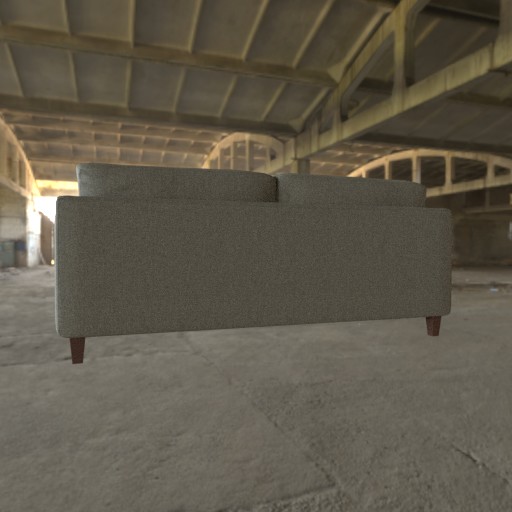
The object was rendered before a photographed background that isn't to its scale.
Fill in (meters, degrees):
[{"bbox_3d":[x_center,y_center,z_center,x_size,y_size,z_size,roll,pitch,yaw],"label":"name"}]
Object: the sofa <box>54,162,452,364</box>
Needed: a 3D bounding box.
[{"bbox_3d":[0.000,0.000,2.753,2.208,0.960,0.956,0,1,-18],"label":"sofa"}]
